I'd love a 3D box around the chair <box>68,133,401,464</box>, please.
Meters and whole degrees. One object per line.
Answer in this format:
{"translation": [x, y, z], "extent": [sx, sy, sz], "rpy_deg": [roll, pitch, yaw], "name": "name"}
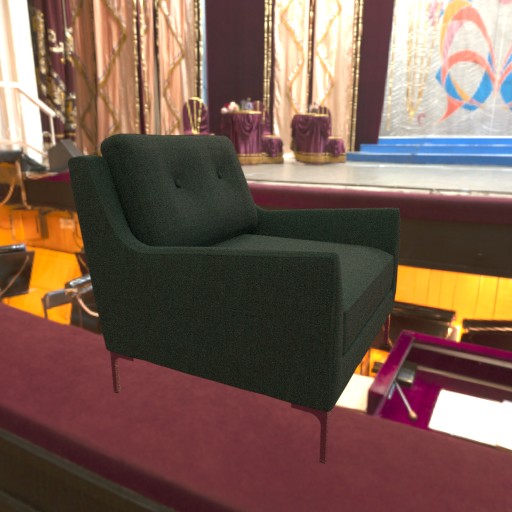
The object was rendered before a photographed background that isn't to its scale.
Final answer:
{"translation": [0.000, 0.000, 1.559], "extent": [0.849, 0.828, 0.847], "rpy_deg": [7, 16, 26], "name": "chair"}
